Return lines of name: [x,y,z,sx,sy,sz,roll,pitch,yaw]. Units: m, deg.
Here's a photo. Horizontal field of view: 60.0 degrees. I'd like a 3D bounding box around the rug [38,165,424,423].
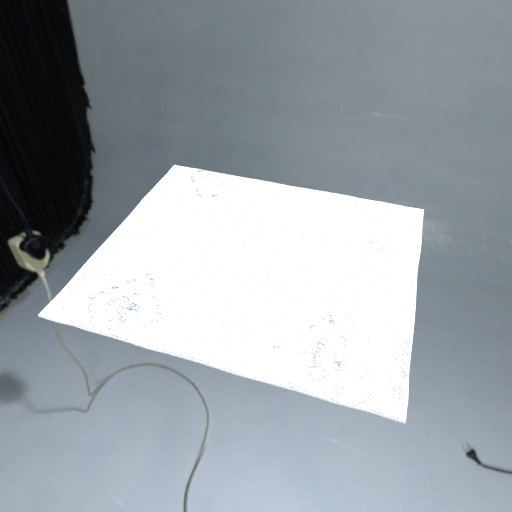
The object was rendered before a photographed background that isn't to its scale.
rug: [0.000,0.000,0.907,0.639,0.006,0.548,13,44,13]
